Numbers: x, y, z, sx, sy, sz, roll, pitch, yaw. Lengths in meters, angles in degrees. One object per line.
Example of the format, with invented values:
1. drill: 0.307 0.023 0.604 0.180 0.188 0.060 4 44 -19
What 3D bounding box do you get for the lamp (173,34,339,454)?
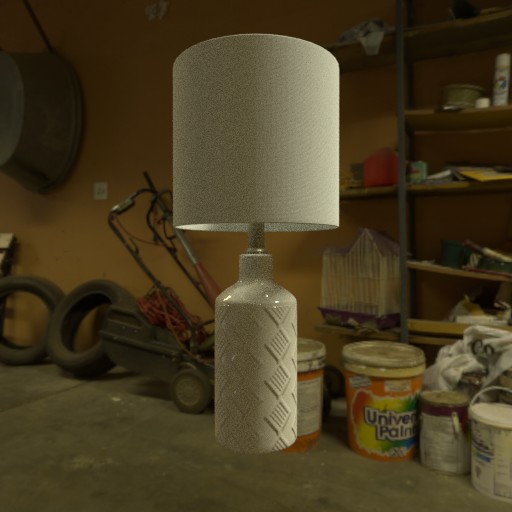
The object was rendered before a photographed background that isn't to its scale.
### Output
1. lamp: 0.000 0.000 0.563 0.207 0.461 0.207 0 1 -18
